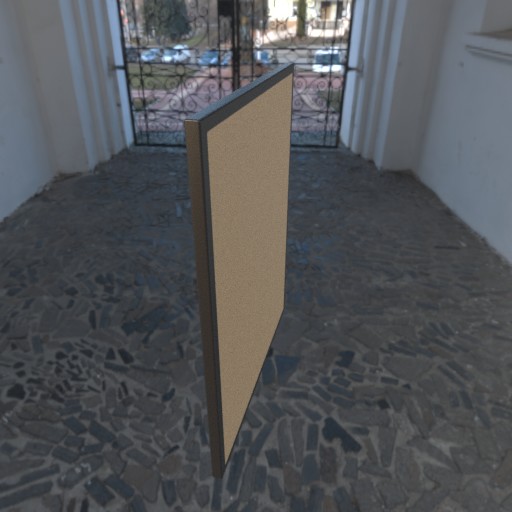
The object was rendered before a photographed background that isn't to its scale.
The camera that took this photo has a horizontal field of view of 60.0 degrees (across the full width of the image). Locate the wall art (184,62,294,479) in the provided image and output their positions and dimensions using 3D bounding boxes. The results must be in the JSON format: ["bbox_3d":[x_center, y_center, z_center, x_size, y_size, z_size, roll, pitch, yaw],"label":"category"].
[{"bbox_3d":[0.000,0.000,0.788,0.018,0.582,0.481,8,31,13],"label":"wall art"}]
